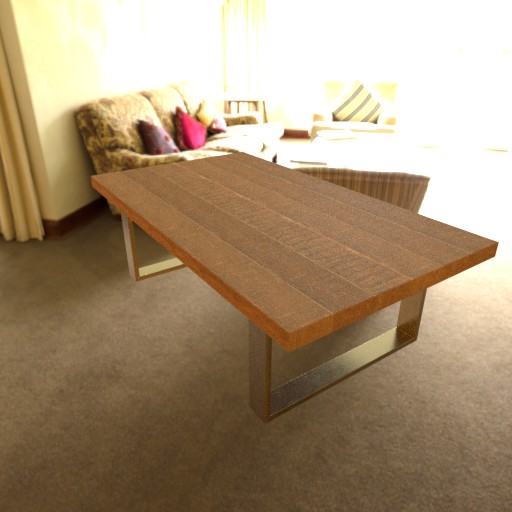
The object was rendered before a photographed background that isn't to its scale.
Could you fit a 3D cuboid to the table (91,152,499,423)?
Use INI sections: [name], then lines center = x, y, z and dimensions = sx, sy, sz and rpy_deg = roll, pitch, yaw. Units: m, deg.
[table]
center = 0.000, 0.000, 1.734
dimensions = 0.800, 0.440, 1.400
rpy_deg = -17, 31, -31
